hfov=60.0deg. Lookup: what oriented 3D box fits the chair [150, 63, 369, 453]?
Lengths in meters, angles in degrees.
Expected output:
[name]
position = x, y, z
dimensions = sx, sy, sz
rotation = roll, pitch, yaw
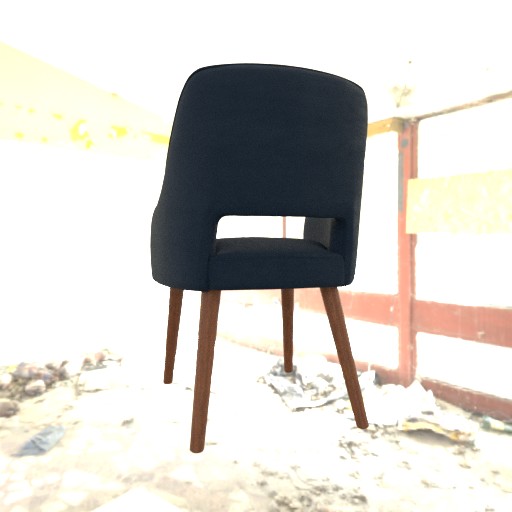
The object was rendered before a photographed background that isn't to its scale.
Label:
[chair]
position = 0.000, 0.000, 1.238
dimensions = 0.559, 0.844, 0.591
rotation = 0, 2, -18
